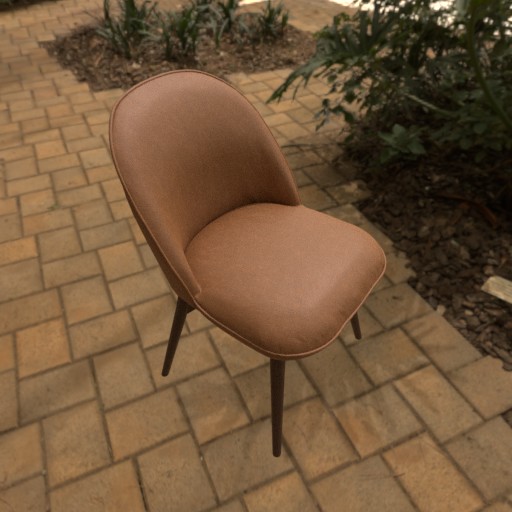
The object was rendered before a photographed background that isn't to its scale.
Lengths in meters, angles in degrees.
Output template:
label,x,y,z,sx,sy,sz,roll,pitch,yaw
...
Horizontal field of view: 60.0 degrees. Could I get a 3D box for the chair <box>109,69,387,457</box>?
label,x,y,z,sx,sy,sz,roll,pitch,yaw
chair,0.000,0.000,1.207,0.631,0.831,0.521,26,48,26
